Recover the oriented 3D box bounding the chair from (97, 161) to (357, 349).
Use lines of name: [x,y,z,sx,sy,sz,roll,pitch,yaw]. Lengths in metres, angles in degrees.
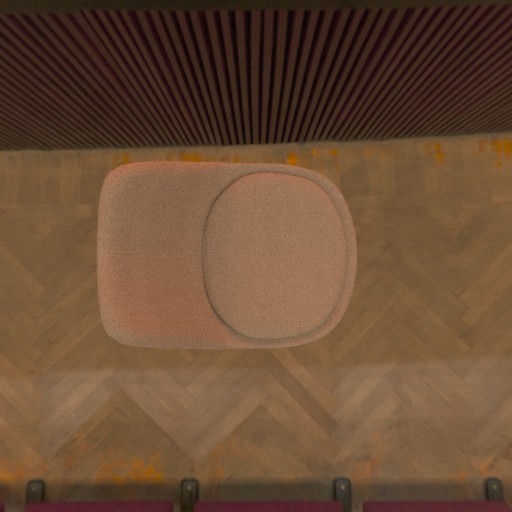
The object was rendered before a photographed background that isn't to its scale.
chair: [0.000,0.000,1.182,0.549,0.863,0.474,0,90,0]
